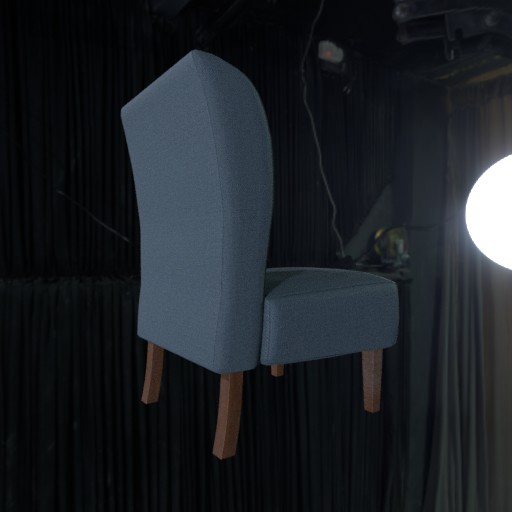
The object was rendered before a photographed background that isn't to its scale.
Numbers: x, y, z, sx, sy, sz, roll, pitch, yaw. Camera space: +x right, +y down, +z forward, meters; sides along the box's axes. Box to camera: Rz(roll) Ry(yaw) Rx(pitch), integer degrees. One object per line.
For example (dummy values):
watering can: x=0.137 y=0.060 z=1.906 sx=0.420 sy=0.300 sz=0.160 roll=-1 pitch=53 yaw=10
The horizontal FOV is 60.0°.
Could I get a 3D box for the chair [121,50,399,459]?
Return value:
chair: x=0.000 y=0.000 z=1.184 sx=0.592 sy=0.804 sz=0.513 roll=-1 pitch=1 yaw=-36
